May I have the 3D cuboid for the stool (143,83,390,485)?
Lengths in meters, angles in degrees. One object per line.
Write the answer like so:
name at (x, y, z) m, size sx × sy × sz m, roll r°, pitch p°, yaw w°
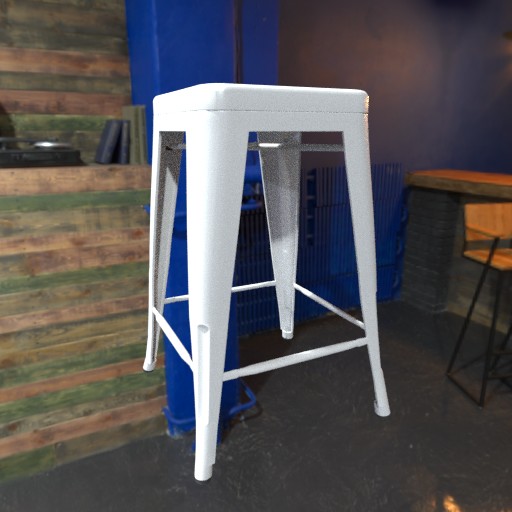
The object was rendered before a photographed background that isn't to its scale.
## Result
stool at (0.000, 0.000, 0.882) m, size 0.406 × 0.610 × 0.406 m, roll -8°, pitch 18°, yaw -25°
